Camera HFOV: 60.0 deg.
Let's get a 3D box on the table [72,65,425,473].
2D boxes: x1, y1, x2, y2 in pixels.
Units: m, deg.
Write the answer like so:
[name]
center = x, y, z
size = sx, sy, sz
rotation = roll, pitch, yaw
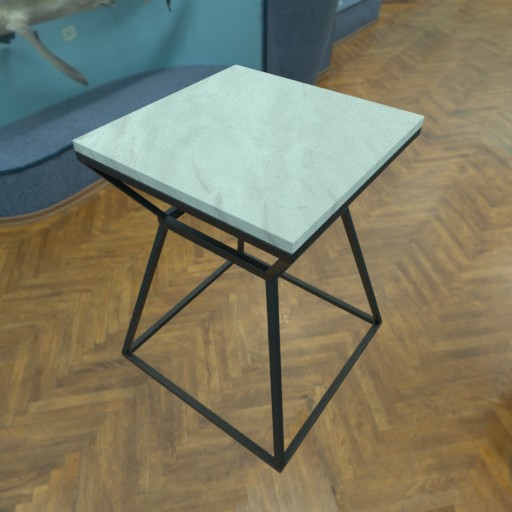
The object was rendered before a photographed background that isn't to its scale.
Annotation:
[table]
center = 0.000, 0.000, 0.900
size = 0.455, 0.559, 0.455
rotation = 27, 49, 26
